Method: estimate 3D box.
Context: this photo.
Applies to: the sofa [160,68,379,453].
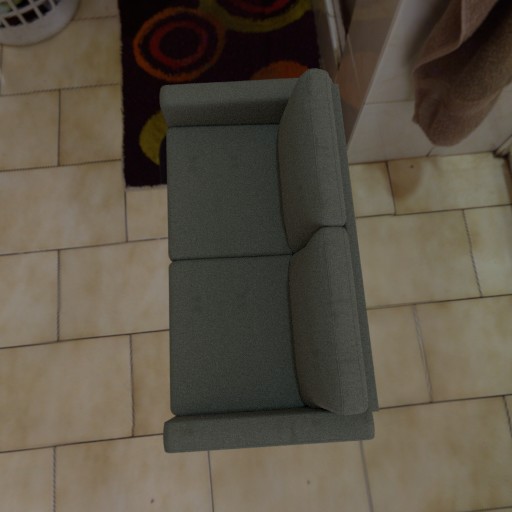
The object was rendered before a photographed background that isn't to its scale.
[{"bbox_3d":[0.000,0.000,2.231,0.889,0.897,1.730,-3,76,-1],"label":"sofa"}]
